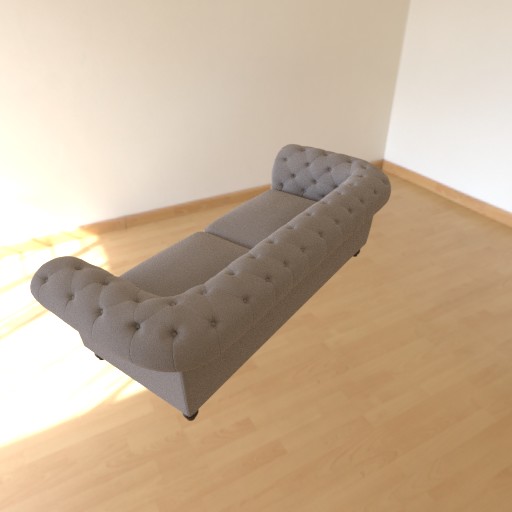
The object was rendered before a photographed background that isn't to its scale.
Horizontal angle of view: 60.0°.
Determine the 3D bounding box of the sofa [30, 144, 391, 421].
[{"bbox_3d":[0.000,0.000,2.815,0.991,0.749,2.411,21,38,30],"label":"sofa"}]
